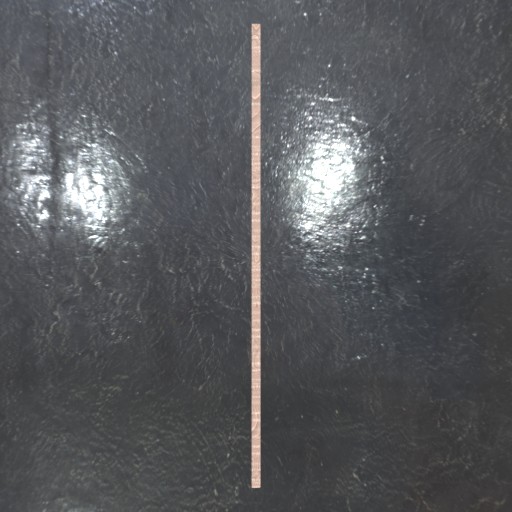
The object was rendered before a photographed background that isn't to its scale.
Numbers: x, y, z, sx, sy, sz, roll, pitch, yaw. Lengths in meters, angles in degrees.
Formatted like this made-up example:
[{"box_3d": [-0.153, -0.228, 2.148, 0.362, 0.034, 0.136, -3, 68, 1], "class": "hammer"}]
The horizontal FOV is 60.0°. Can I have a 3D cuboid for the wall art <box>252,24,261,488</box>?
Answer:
[{"box_3d": [0.000, 0.000, 1.387, 0.020, 0.761, 1.056, 0, 90, 0], "class": "wall art"}]
